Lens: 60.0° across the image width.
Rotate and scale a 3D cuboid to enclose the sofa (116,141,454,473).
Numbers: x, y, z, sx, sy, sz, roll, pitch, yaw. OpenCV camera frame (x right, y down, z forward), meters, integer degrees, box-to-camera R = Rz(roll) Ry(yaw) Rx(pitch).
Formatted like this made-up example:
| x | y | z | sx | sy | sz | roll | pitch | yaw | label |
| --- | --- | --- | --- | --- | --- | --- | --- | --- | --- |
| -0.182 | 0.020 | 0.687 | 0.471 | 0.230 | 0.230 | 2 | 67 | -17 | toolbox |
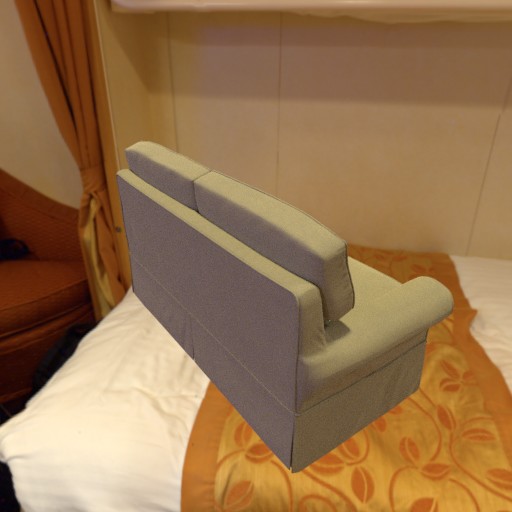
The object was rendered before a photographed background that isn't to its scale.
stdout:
| x | y | z | sx | sy | sz | roll | pitch | yaw | label |
| --- | --- | --- | --- | --- | --- | --- | --- | --- | --- |
| 0.000 | 0.000 | 2.344 | 0.841 | 1.024 | 1.823 | -18 | 33 | -31 | sofa |
